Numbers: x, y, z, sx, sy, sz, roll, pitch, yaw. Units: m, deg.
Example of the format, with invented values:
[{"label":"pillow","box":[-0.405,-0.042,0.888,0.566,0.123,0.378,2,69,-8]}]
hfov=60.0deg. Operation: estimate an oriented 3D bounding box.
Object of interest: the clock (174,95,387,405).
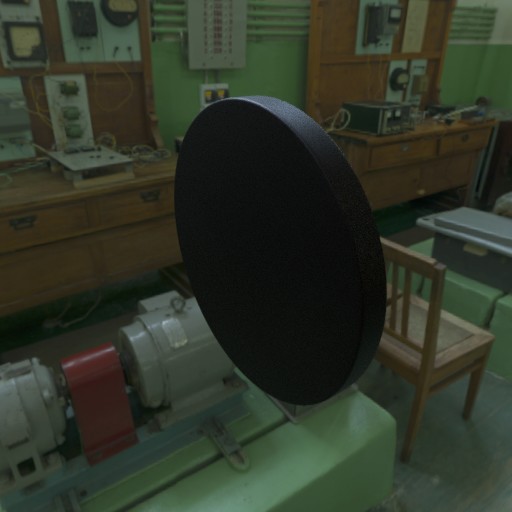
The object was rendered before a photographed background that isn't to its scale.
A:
[{"label":"clock","box":[0.000,0.000,0.462,0.029,0.314,0.314,-18,32,-32]}]
